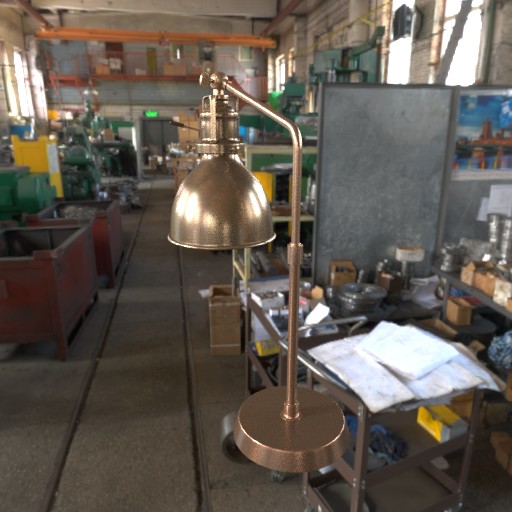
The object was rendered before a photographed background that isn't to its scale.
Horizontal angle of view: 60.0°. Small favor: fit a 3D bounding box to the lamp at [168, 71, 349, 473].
[{"bbox_3d":[0.000,0.000,0.574,0.153,0.456,0.286,-15,22,-42],"label":"lamp"}]
